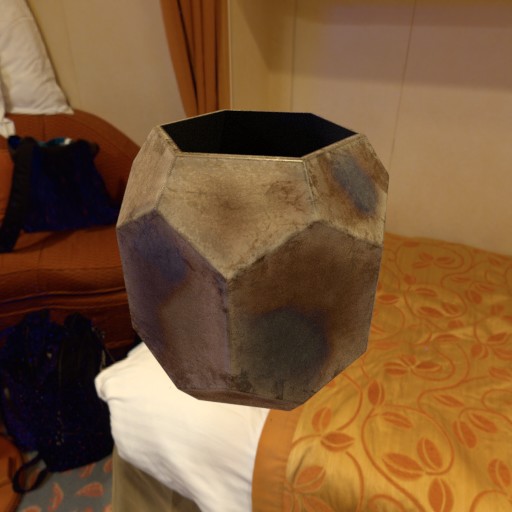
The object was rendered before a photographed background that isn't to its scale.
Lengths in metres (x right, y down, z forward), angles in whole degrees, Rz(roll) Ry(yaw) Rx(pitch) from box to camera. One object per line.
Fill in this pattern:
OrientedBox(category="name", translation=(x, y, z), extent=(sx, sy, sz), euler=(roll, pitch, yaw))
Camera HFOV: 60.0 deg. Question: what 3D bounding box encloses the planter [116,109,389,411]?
OrientedBox(category="planter", translation=(0.000, 0.000, 0.421), extent=(0.243, 0.238, 0.221), euler=(-11, 31, -18))
